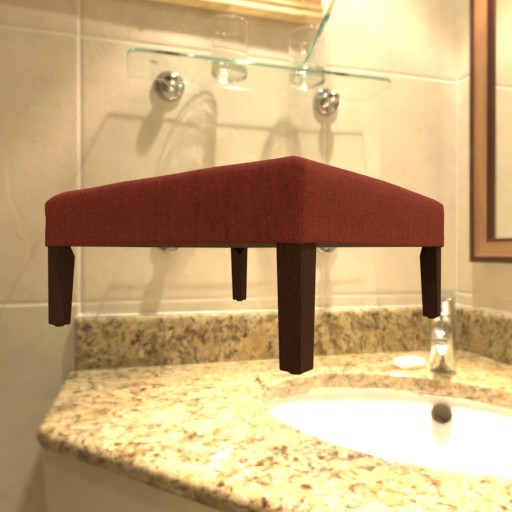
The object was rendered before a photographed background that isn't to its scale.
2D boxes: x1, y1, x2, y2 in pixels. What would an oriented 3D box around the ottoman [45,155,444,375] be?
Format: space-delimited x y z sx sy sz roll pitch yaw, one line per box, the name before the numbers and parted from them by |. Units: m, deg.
ottoman | 0.000 0.000 1.377 0.889 0.411 0.890 1 1 38
